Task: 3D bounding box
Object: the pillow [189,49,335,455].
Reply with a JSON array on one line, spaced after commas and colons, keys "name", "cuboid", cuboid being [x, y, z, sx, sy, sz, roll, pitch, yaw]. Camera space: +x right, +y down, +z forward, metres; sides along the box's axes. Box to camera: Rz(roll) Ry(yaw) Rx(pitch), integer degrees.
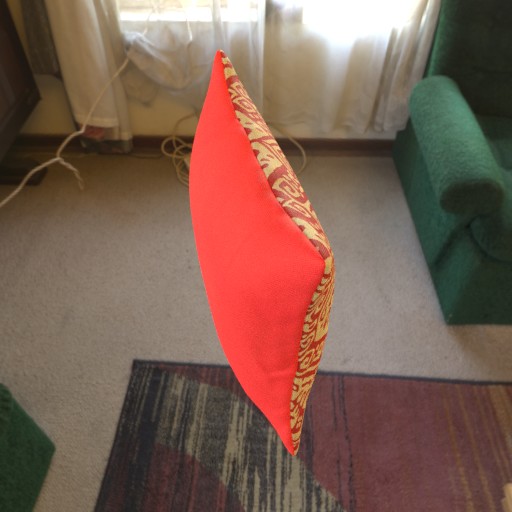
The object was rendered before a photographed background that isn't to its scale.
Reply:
[{"name": "pillow", "cuboid": [0.000, 0.000, 0.776, 0.192, 0.507, 0.522, -11, 48, -10]}]
